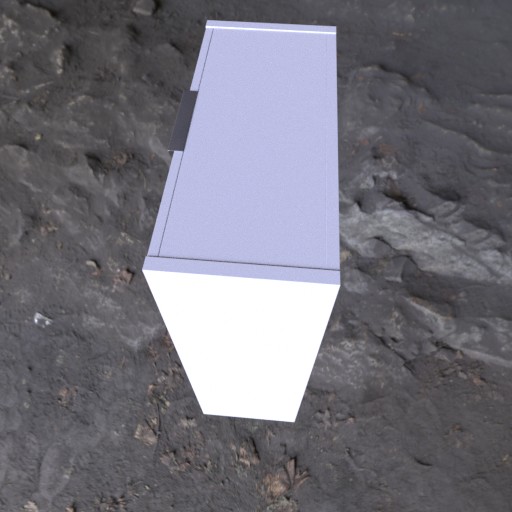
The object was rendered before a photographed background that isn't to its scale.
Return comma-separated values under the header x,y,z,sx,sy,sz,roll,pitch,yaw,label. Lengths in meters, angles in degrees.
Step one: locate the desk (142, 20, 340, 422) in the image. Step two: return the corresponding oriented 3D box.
x,y,z,sx,sy,sz,roll,pitch,yaw,label
0.000,0.000,1.563,0.390,1.190,0.850,4,58,3,desk
